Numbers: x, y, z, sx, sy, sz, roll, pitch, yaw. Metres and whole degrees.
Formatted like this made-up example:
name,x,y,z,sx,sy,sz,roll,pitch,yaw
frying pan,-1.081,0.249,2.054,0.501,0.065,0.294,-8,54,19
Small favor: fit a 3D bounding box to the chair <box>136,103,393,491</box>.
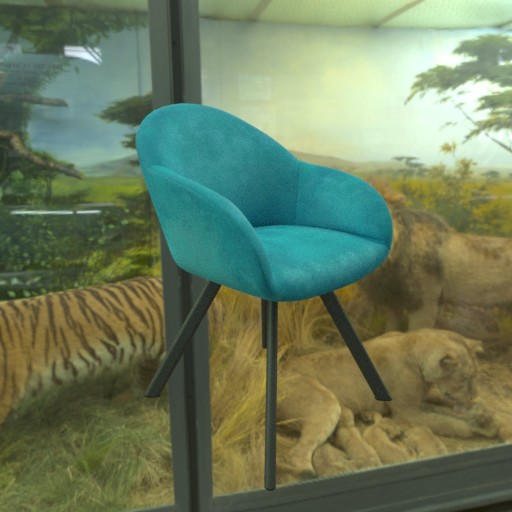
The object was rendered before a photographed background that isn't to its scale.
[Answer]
name,x,y,z,sx,sy,sz,roll,pitch,yaw
chair,0.000,0.000,1.171,0.550,0.795,0.590,-13,19,-42
